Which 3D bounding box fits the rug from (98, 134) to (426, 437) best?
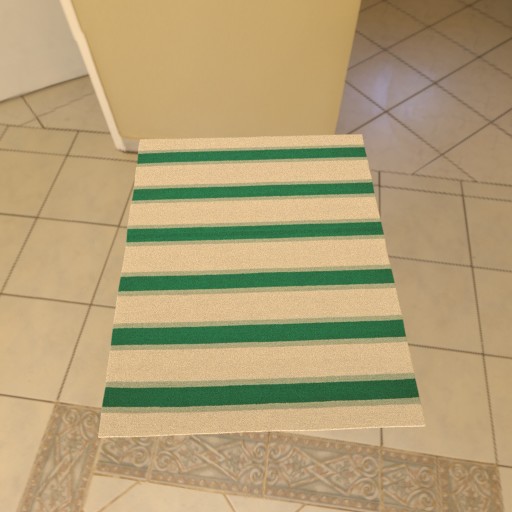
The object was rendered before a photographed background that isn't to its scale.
[{"bbox_3d":[0.000,0.000,4.058,2.434,0.019,3.041,-2,59,-1],"label":"rug"}]
